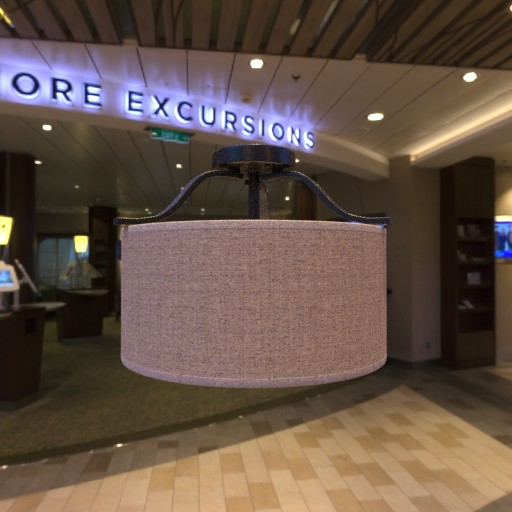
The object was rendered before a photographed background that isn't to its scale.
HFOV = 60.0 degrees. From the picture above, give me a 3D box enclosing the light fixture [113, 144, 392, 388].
[{"bbox_3d":[0.000,0.000,0.665,0.390,0.306,0.390,0,-1,0],"label":"light fixture"}]
